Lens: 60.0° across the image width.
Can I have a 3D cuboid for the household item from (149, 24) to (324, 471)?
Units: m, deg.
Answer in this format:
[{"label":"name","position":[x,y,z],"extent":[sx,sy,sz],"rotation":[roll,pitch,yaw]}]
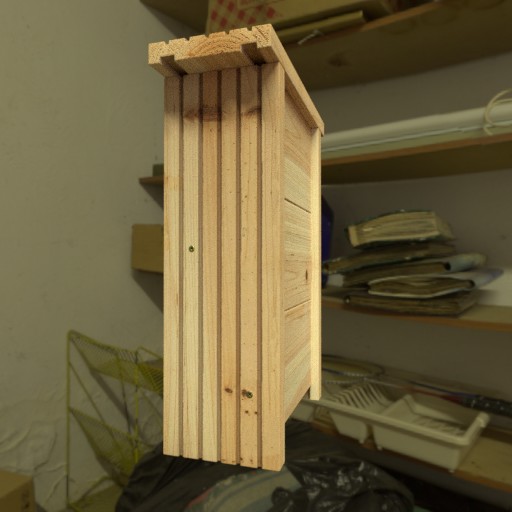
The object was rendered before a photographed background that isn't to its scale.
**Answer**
[{"label":"household item","position":[0.000,0.000,0.550],"extent":[0.123,0.407,0.301],"rotation":[0,-1,18]}]
